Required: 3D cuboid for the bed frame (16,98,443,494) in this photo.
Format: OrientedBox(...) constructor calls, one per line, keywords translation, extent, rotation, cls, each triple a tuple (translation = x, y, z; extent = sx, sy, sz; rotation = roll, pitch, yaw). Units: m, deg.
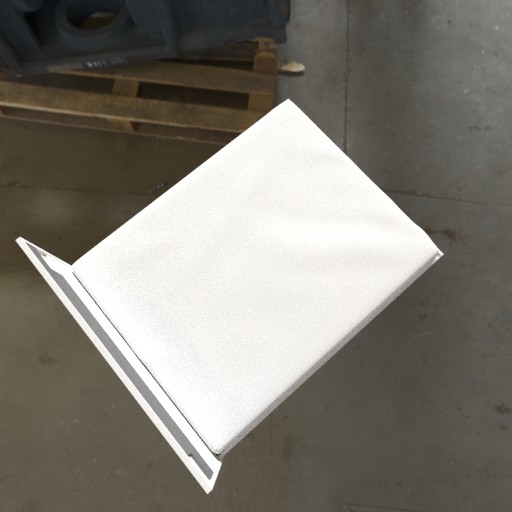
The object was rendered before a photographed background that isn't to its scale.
OrientedBox(translation=(0.000, 0.000, 2.988), extent=(2.100, 1.001, 1.711), rotation=(-40, 79, -9), cls="bed frame")
